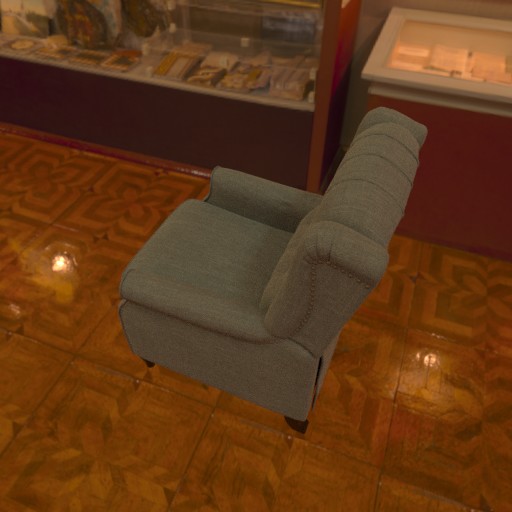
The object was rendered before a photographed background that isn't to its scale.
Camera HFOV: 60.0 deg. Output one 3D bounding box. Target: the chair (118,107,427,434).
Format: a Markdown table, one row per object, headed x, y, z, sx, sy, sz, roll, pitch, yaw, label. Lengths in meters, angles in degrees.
| x | y | z | sx | sy | sz | roll | pitch | yaw | label |
| --- | --- | --- | --- | --- | --- | --- | --- | --- | --- |
| 0.000 | 0.000 | 1.606 | 0.898 | 1.035 | 0.742 | 17 | 48 | 16 | chair |
